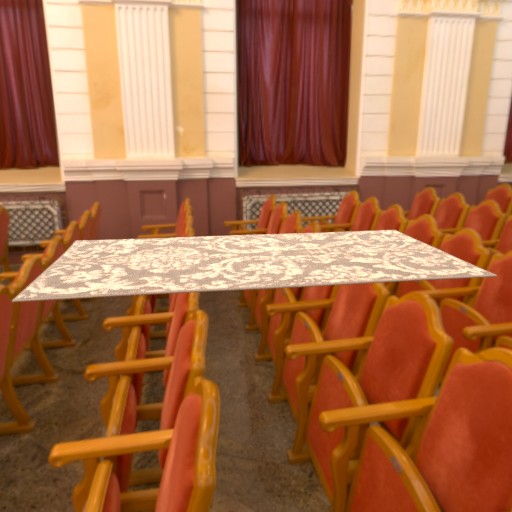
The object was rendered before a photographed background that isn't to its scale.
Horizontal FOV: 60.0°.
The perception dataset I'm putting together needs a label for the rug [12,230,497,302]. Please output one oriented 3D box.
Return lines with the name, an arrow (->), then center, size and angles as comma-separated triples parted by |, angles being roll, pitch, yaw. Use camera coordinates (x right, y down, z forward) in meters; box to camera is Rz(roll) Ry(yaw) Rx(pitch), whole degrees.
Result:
rug -> 0.000, 0.000, 1.386 | 1.219, 0.007, 0.604 | -2, 15, -9
